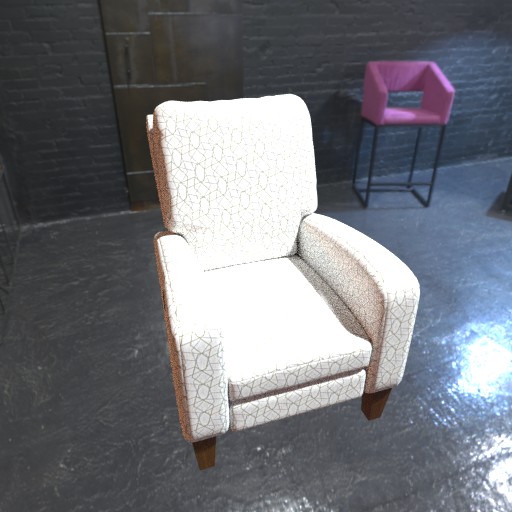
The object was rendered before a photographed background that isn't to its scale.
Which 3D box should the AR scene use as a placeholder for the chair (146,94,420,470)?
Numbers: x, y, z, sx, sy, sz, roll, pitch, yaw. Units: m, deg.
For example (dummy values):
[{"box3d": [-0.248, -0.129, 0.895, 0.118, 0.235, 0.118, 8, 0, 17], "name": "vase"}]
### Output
[{"box3d": [0.000, 0.000, 1.723, 0.796, 1.064, 0.995, -9, 32, -16], "name": "chair"}]
